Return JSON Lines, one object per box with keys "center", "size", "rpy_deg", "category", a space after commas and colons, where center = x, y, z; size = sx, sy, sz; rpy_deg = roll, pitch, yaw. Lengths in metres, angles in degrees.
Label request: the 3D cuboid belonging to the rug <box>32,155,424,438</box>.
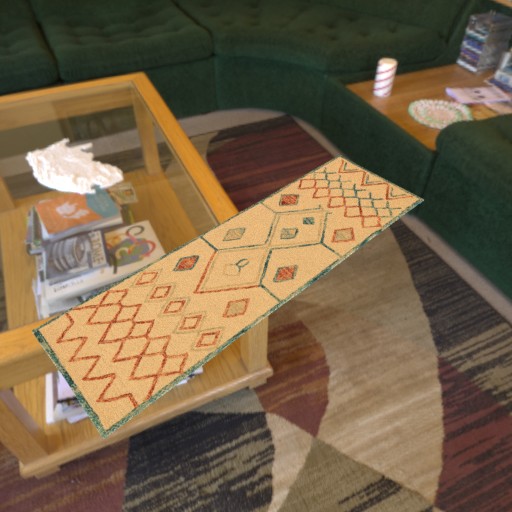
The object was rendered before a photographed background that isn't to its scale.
{"center": [0.000, 0.000, 2.658], "size": [2.435, 0.011, 0.750], "rpy_deg": [-33, 54, -28], "category": "rug"}
